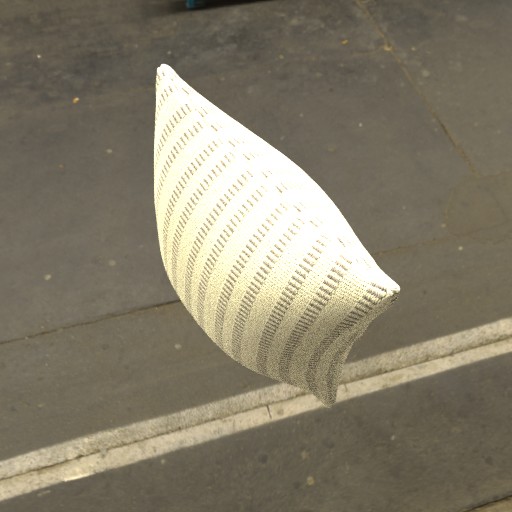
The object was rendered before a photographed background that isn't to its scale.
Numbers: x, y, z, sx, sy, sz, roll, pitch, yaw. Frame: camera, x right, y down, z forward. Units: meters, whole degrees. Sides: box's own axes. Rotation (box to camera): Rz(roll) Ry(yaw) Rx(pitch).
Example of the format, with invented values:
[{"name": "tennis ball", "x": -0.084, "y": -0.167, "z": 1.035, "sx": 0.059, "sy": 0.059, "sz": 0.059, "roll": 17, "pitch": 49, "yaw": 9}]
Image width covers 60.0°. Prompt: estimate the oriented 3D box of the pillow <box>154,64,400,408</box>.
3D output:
[{"name": "pillow", "x": 0.000, "y": 0.000, "z": 0.677, "sx": 0.247, "sy": 0.419, "sz": 0.438, "roll": -33, "pitch": 64, "yaw": -19}]
